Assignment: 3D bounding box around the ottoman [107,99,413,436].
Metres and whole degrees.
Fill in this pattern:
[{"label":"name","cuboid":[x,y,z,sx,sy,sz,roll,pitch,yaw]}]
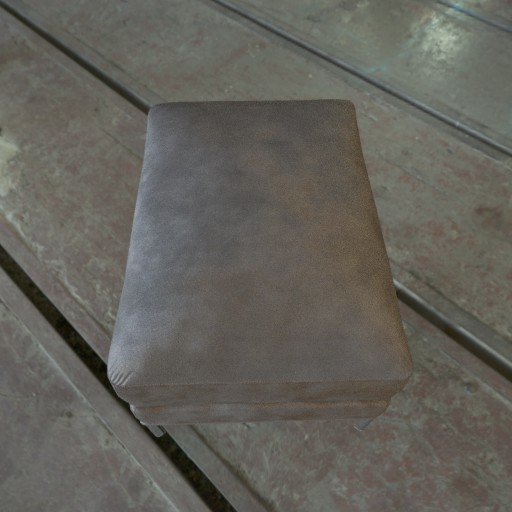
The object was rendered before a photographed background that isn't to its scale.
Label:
[{"label":"ottoman","cuboid":[0.000,0.000,1.051,0.520,0.456,0.719,-1,57,-1]}]
